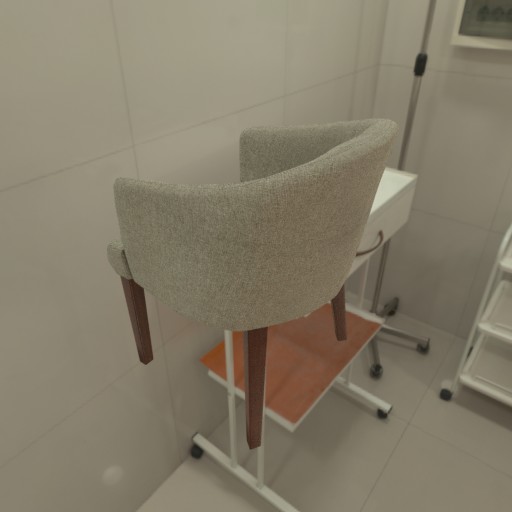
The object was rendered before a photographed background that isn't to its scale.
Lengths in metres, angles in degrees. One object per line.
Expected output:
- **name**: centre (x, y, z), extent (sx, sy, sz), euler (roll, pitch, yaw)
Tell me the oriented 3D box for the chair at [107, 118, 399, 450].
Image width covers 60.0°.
- **chair**: centre (0.000, 0.000, 1.254), extent (0.655, 0.811, 0.583), euler (22, 39, 30)
